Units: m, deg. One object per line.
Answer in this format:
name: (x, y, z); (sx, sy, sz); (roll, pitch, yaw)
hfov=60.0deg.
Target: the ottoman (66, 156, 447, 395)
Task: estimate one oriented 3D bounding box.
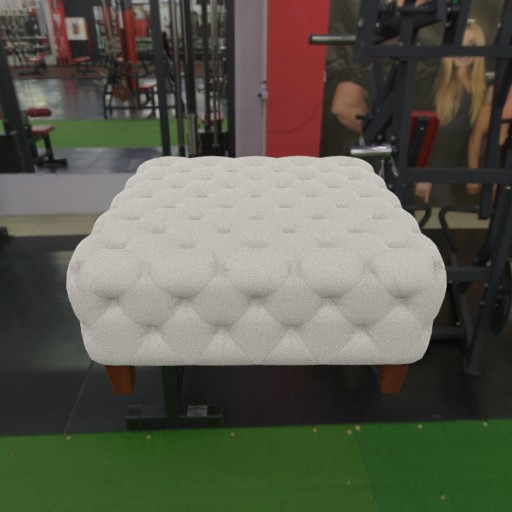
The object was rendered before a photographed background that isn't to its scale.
ottoman: (0.000, 0.000, 1.225); (0.753, 0.376, 0.755); (0, 28, 0)
